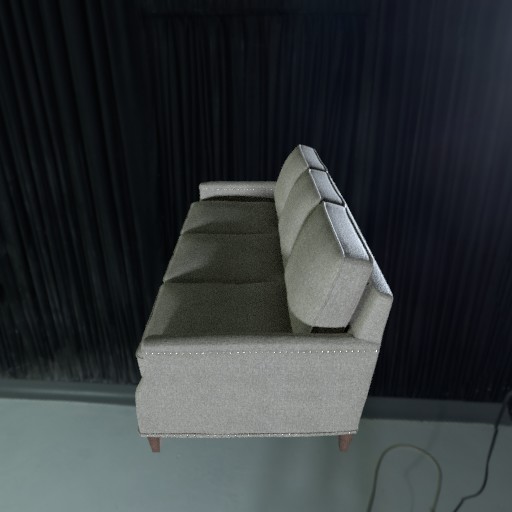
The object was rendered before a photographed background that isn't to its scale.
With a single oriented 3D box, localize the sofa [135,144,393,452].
[{"bbox_3d":[0.000,0.000,2.830,1.084,1.003,2.246,0,26,0],"label":"sofa"}]
